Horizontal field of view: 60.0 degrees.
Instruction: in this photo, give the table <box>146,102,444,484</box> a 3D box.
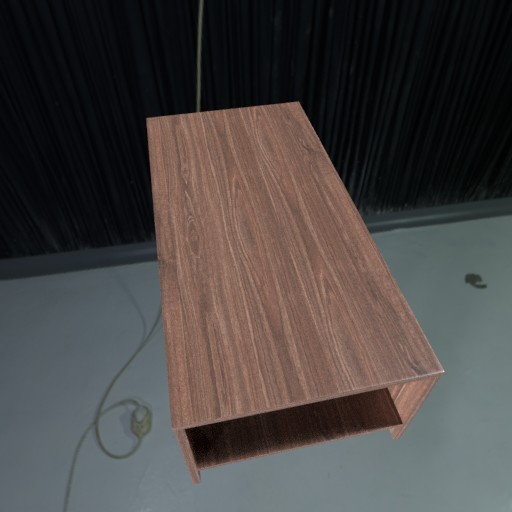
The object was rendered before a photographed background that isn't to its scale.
[{"bbox_3d":[0.000,0.000,1.480,0.600,0.400,1.200,-9,48,-8],"label":"table"}]
